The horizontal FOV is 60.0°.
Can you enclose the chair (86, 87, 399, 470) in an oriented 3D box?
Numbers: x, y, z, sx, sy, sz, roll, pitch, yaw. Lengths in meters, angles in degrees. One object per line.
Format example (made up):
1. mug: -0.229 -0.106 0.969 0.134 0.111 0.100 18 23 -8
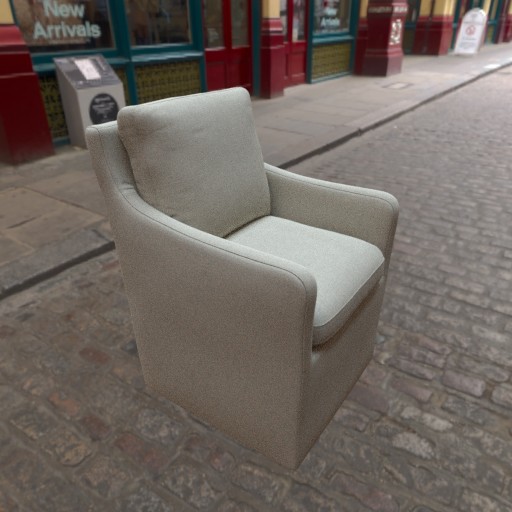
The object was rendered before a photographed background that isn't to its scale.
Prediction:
1. chair: 0.000 0.000 1.371 0.694 0.914 0.626 18 33 30
